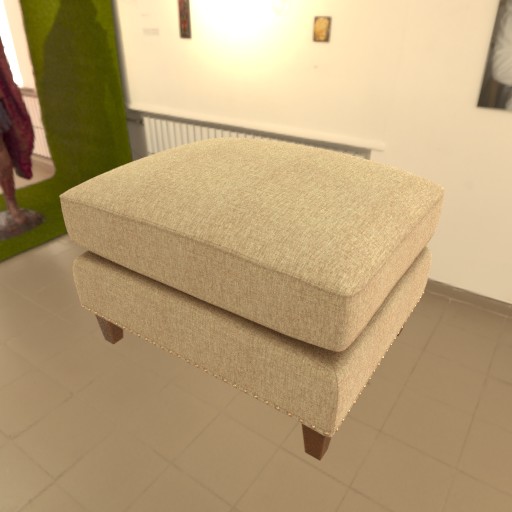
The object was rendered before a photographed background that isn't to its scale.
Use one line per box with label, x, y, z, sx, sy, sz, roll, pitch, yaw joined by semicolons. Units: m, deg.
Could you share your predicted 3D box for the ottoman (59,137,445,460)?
ottoman;0.000;0.000;1.131;0.741;0.513;0.584;19;34;30
